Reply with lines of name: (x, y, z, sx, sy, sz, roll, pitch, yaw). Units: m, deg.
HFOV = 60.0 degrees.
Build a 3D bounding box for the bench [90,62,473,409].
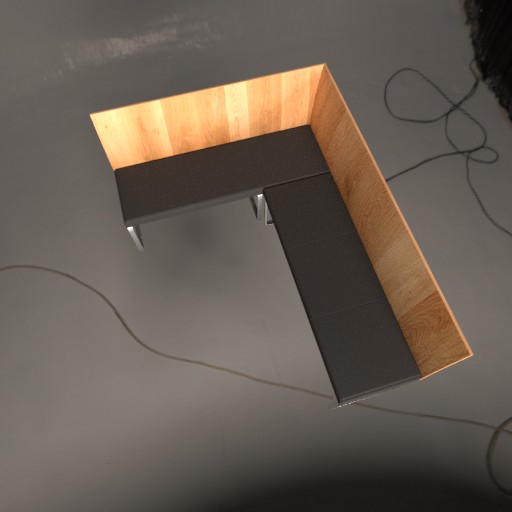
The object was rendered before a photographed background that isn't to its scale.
bench: (0.000, 0.000, 2.749, 1.495, 0.930, 1.945, -15, 65, -7)
